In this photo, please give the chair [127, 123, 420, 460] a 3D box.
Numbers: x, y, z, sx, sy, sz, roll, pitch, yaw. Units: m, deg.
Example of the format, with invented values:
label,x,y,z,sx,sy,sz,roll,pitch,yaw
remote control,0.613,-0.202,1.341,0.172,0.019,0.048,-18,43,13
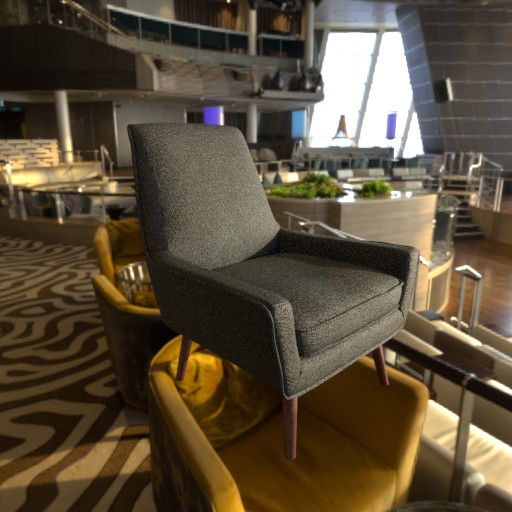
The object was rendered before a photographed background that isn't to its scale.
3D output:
label,x,y,z,sx,sy,sz,roll,pitch,yaw
chair,0.000,0.000,1.510,0.859,0.883,0.763,14,20,42
